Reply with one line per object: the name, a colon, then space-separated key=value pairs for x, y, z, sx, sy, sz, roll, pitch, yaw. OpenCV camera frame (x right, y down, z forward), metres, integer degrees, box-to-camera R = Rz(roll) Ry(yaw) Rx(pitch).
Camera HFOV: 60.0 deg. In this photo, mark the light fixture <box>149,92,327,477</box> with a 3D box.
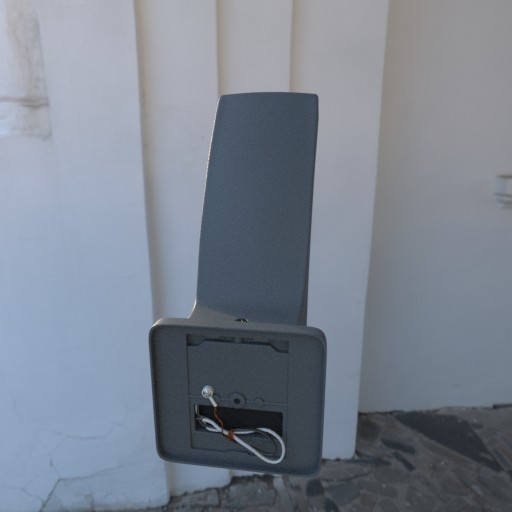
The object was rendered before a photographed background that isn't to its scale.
light fixture: x=0.000 y=0.000 z=0.333 sx=0.108 sy=0.243 sz=0.174 roll=2 pitch=16 yaw=8
